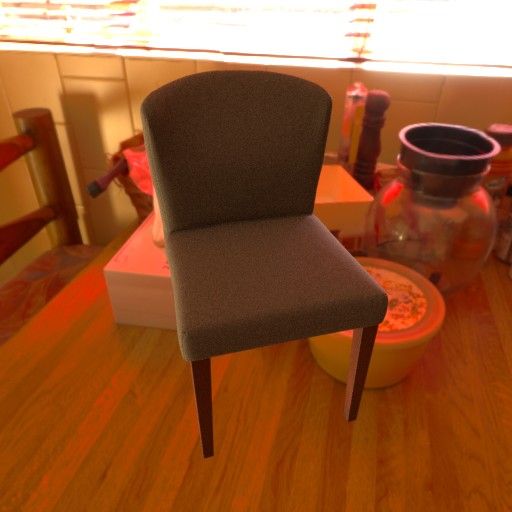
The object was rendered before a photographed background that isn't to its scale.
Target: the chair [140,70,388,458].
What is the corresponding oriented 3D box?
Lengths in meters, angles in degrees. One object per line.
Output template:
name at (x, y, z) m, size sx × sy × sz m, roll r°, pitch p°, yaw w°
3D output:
chair at (0.000, 0.000, 1.187) m, size 0.491 × 0.839 × 0.592 m, roll -9°, pitch 34°, yaw -13°
